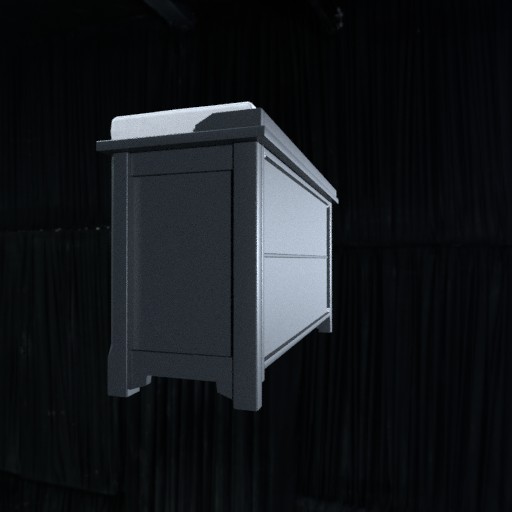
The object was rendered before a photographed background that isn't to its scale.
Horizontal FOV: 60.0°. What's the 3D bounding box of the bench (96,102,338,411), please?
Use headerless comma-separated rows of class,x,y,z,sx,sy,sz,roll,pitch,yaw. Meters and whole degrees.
bench,0.000,0.000,1.275,0.345,0.561,0.973,0,-1,18
